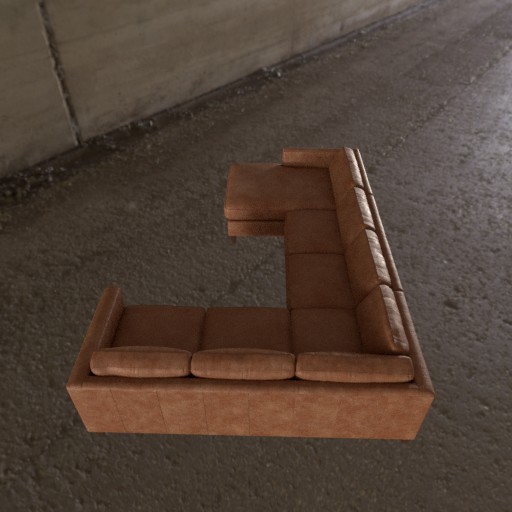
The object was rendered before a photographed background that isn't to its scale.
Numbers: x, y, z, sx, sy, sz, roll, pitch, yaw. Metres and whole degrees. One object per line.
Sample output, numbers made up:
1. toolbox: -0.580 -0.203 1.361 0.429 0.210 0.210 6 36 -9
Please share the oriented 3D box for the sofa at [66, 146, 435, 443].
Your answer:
1. sofa: 0.000 0.000 4.362 2.430 0.832 3.401 1 41 1
